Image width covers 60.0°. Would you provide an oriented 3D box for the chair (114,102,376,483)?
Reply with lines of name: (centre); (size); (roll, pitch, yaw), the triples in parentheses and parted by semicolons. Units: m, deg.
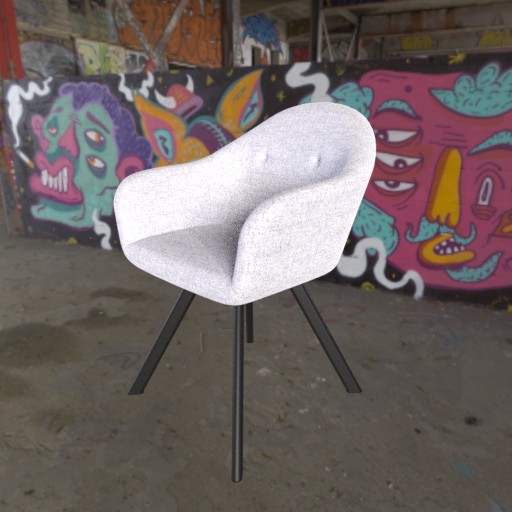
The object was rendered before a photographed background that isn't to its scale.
chair: (0.000, 0.000, 1.165); (0.570, 0.780, 0.540); (-16, 23, -42)
